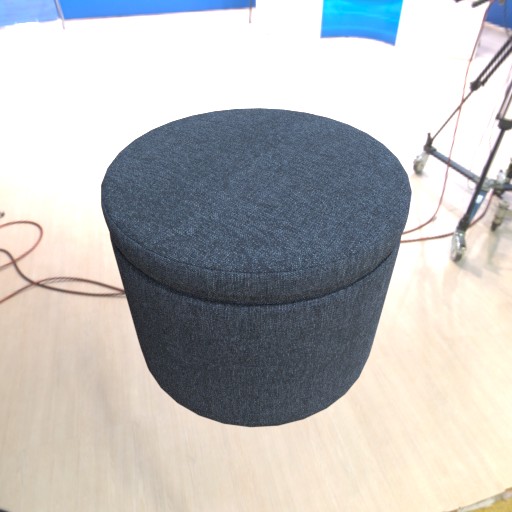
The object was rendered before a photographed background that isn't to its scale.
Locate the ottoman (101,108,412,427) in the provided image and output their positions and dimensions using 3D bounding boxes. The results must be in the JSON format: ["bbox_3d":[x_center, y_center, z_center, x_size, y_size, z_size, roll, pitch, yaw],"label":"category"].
[{"bbox_3d":[0.000,0.000,0.852,0.500,0.419,0.500,0,41,0],"label":"ottoman"}]
